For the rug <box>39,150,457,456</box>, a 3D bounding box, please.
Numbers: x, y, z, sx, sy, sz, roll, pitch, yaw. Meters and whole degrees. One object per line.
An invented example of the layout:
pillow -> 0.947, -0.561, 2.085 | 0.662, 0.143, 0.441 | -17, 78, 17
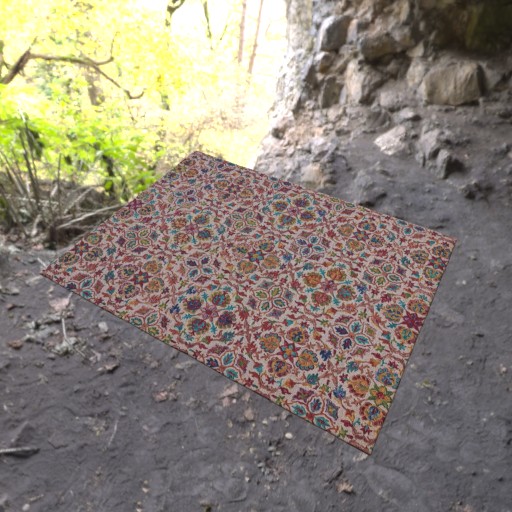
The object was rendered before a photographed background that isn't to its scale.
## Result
rug -> 0.000, 0.000, 4.248 | 3.215, 0.020, 2.446 | 23, 49, 21
